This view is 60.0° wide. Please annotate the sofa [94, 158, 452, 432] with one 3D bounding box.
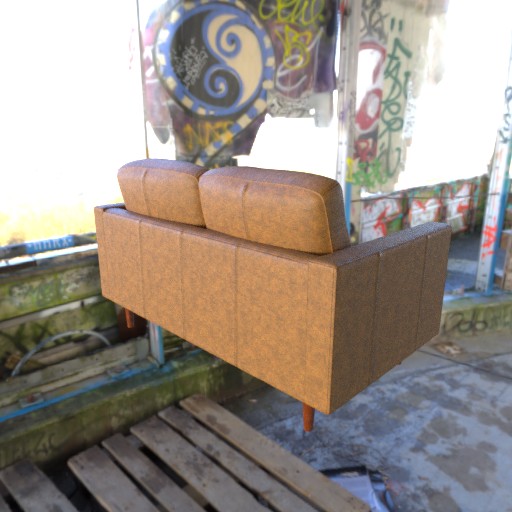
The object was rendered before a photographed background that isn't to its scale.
[{"bbox_3d":[0.000,0.000,2.222,1.578,0.951,0.909,15,22,43],"label":"sofa"}]
